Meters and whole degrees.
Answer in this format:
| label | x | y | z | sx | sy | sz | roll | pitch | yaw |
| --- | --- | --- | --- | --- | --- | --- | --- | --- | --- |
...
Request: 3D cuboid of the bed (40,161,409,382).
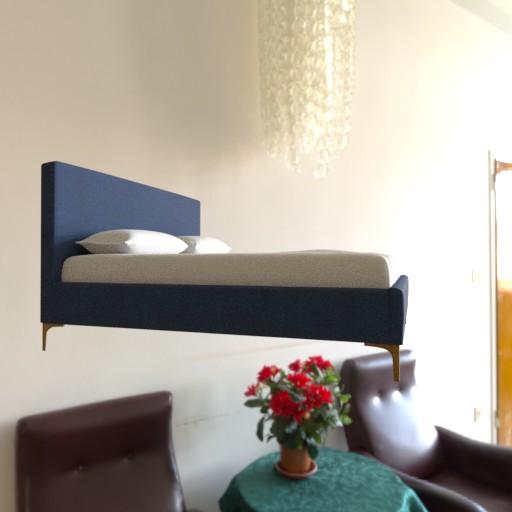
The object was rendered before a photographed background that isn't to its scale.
| label | x | y | z | sx | sy | sz | roll | pitch | yaw |
| --- | --- | --- | --- | --- | --- | --- | --- | --- | --- |
| bed | 0.000 | 0.000 | 3.463 | 2.232 | 1.231 | 2.096 | 0 | -1 | 20 |
